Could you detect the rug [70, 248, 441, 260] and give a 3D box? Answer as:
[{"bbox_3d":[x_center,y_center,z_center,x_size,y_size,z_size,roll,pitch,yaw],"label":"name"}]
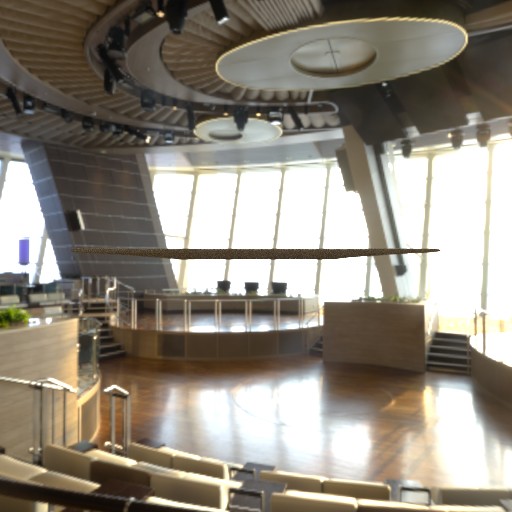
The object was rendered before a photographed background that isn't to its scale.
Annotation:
[{"bbox_3d":[0.000,0.000,3.066,1.535,0.022,2.498,0,-1,0],"label":"rug"}]
